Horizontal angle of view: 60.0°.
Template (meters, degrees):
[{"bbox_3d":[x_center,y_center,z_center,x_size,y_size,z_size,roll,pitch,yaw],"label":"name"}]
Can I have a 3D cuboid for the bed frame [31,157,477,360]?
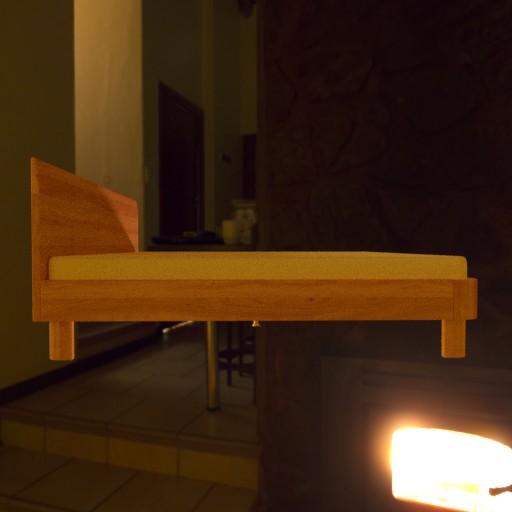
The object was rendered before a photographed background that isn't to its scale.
[{"bbox_3d":[0.000,0.000,2.982,2.092,0.940,1.872,0,1,-1],"label":"bed frame"}]
